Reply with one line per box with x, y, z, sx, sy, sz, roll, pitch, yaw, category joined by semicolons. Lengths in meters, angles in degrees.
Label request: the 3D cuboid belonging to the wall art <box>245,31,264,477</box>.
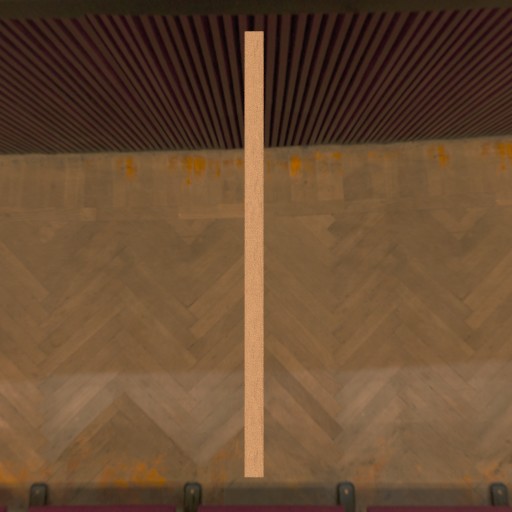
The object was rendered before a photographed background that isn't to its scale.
0.000;0.000;1.518;0.045;1.016;1.016;0;89;1;wall art
